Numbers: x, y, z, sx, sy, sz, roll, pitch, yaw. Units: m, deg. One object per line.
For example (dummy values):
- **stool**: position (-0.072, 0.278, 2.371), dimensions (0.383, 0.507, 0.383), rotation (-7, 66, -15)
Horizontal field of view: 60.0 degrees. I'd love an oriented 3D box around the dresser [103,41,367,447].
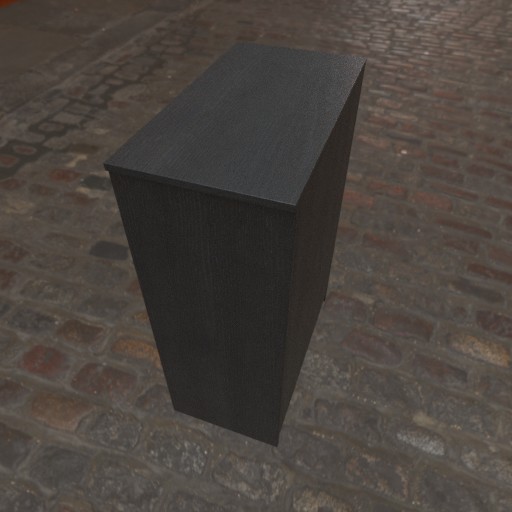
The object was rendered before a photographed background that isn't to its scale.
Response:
- **dresser**: position (0.000, 0.000, 1.394), dimensions (0.398, 1.020, 0.700), rotation (14, 46, 14)
